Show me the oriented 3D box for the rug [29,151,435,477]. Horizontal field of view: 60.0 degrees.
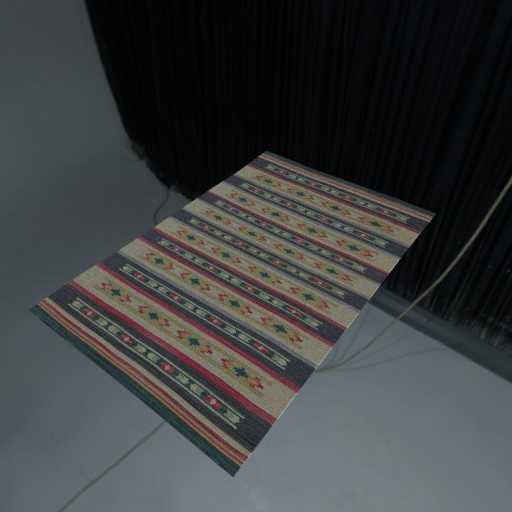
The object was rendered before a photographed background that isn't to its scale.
[{"bbox_3d":[0.000,0.000,2.878,1.522,0.010,2.311,27,49,27],"label":"rug"}]
